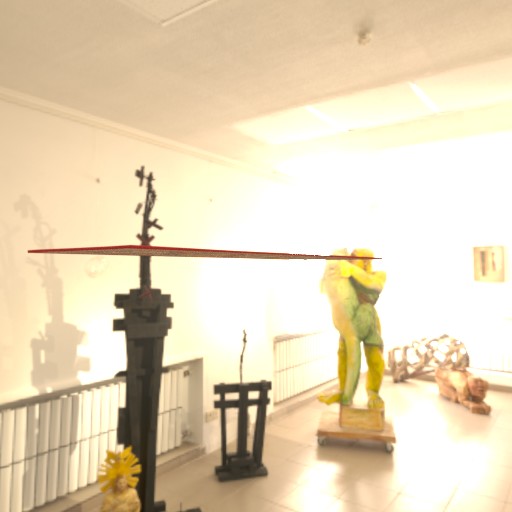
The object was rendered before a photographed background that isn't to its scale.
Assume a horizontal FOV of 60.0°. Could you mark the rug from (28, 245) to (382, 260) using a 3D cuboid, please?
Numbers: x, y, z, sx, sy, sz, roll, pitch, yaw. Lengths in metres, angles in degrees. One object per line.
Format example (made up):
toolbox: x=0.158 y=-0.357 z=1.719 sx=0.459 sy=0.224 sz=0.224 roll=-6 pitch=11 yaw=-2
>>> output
rug: x=0.000 y=0.000 z=2.552 sx=0.659 sy=0.015 sz=2.292 roll=-1 pitch=-2 yaw=36
